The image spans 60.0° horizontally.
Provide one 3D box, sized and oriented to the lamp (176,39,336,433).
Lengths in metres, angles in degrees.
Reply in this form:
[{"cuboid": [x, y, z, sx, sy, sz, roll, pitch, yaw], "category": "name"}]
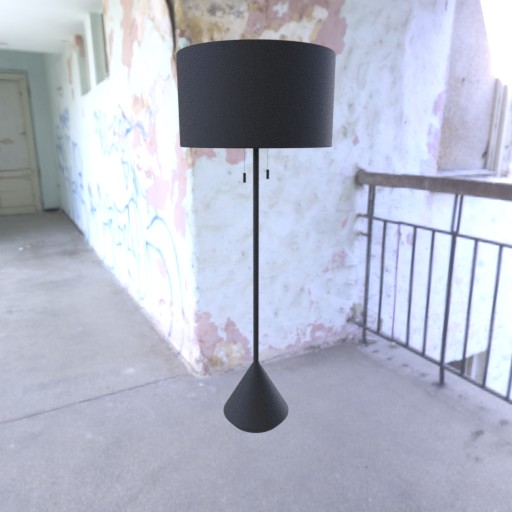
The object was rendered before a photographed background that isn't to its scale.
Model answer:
[{"cuboid": [0.000, 0.000, 1.829, 0.580, 1.526, 0.580, -8, 17, -26], "category": "lamp"}]
